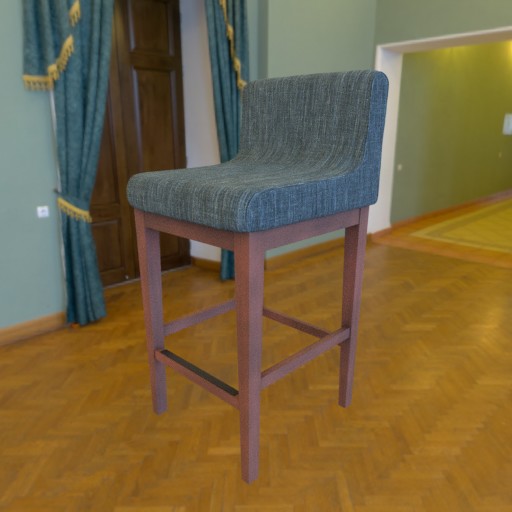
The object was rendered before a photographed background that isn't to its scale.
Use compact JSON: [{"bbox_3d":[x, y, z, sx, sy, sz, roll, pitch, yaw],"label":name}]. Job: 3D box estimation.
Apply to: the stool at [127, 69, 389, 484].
[{"bbox_3d":[0.000,0.000,1.061,0.395,0.835,0.459,15,22,42],"label":"stool"}]
